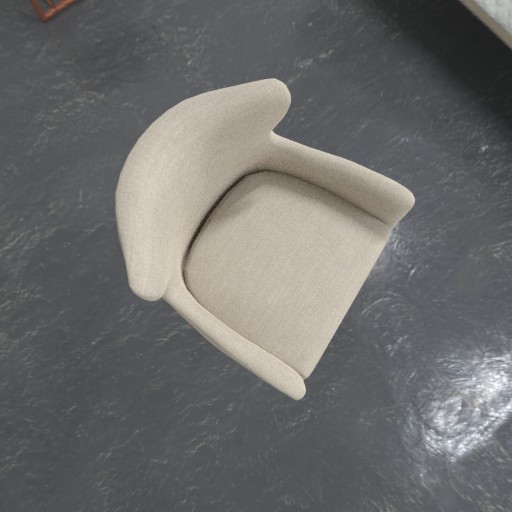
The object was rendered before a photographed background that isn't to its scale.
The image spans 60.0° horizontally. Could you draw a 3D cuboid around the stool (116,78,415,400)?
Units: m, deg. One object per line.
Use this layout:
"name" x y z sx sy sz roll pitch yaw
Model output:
"stool" 0.000 0.000 1.418 0.637 0.987 0.615 31 79 7
